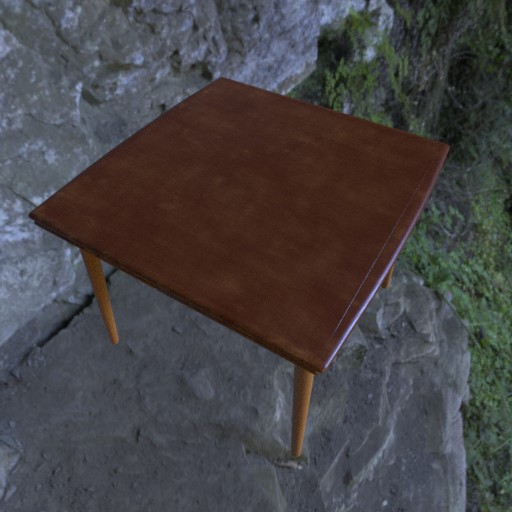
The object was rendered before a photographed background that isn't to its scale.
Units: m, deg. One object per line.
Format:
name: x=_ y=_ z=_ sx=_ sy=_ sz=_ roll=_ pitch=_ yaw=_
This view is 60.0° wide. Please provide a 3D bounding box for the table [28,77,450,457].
table: x=0.000 y=0.000 z=1.669 sx=0.991 sy=0.754 sz=0.991 roll=25 pitch=53 yaw=20
